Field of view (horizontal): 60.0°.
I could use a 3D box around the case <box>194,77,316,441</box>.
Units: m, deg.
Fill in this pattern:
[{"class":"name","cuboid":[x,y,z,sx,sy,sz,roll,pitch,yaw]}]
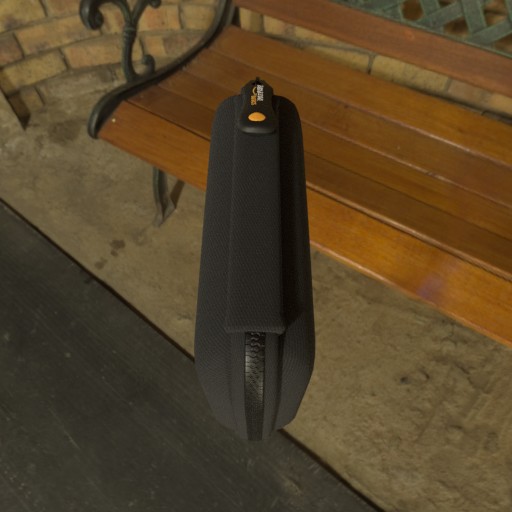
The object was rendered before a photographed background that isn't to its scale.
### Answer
[{"class":"case","cuboid":[0.000,0.000,0.181,0.038,0.105,0.132,0,60,0]}]
